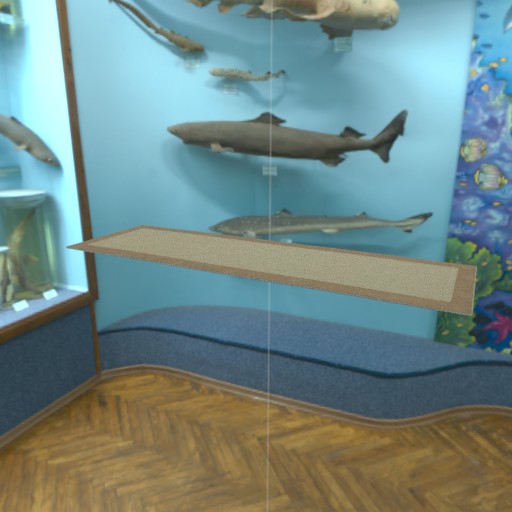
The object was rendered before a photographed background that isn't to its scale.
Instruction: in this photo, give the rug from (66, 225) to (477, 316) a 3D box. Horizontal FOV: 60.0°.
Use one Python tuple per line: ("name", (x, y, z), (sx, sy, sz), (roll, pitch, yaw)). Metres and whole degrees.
("rug", (0.000, 0.000, 2.721), (2.430, 0.012, 0.767), (8, 18, 26))
